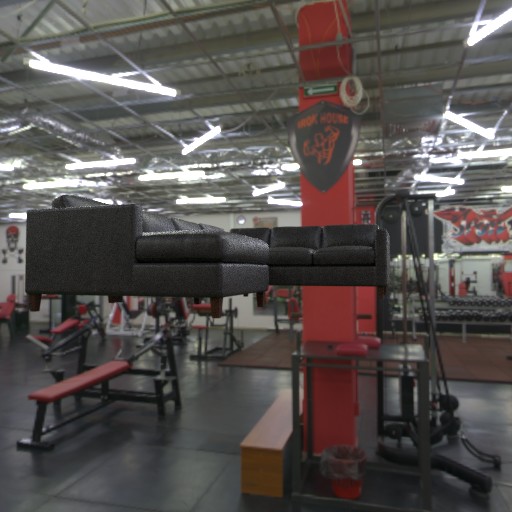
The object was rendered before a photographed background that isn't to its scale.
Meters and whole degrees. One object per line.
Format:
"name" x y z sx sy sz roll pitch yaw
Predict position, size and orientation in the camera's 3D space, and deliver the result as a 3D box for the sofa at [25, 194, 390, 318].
"sofa" 0.000 0.000 4.410 2.452 0.891 3.324 -1 -2 19
